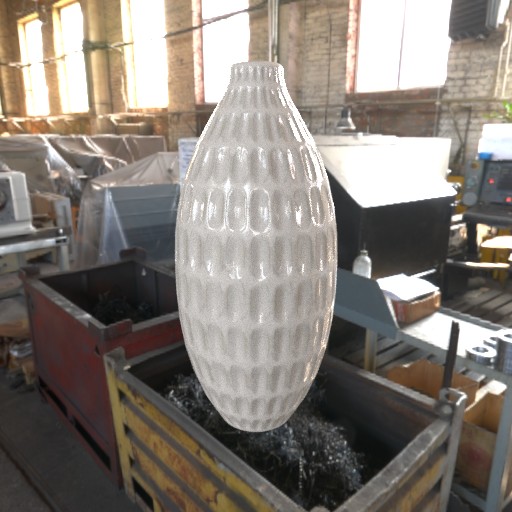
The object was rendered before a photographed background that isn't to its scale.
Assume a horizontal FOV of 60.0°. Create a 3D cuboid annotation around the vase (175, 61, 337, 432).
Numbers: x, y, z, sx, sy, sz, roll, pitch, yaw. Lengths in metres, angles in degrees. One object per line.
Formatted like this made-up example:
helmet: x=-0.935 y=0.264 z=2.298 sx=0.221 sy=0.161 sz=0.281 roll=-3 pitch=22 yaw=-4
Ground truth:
vase: x=0.000 y=0.000 z=0.352 sx=0.127 sy=0.282 sz=0.127 roll=0 pitch=15 yaw=0
